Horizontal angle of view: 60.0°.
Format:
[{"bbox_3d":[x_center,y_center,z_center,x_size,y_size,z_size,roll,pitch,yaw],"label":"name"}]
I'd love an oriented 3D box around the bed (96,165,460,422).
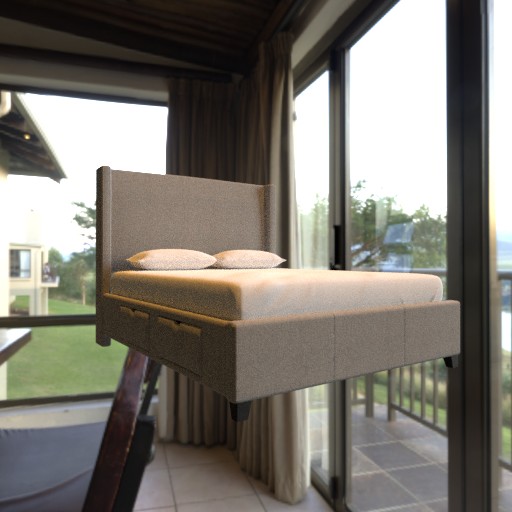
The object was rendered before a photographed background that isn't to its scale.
[{"bbox_3d":[0.000,0.000,3.340,1.774,1.491,2.222,0,0,-35],"label":"bed"}]
